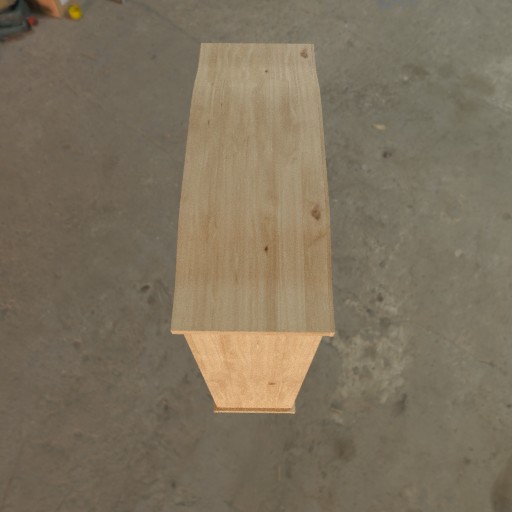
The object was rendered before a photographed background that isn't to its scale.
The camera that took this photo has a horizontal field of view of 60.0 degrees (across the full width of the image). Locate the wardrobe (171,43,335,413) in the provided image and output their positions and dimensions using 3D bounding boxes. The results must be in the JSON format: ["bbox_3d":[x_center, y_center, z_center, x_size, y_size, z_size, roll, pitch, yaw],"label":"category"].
[{"bbox_3d":[0.000,0.000,2.633,0.570,1.870,1.500,1,62,0],"label":"wardrobe"}]
